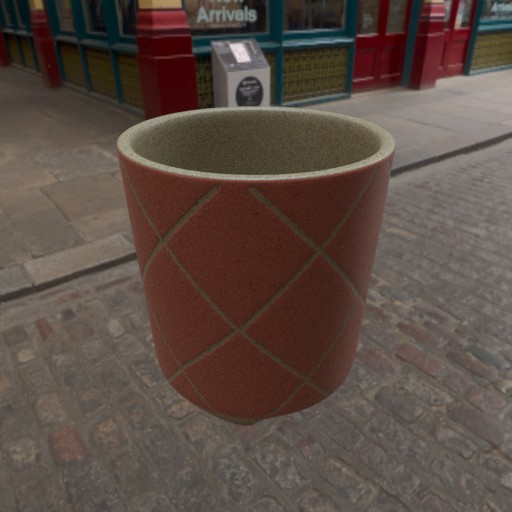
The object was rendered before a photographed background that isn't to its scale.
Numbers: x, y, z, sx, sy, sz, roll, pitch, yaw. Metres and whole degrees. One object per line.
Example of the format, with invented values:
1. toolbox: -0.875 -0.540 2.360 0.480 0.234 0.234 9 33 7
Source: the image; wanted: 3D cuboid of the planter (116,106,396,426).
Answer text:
1. planter: 0.000 0.000 0.361 0.191 0.200 0.191 0 30 0
